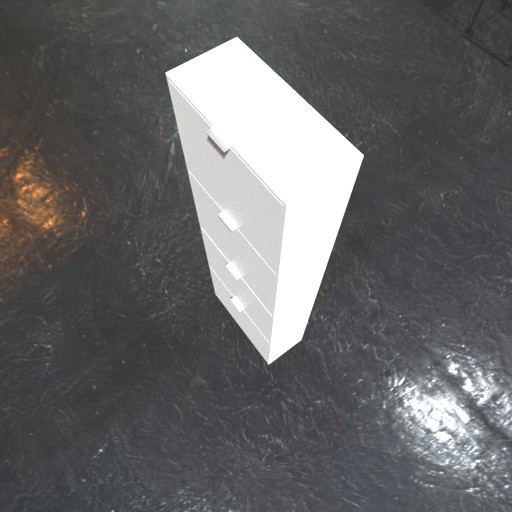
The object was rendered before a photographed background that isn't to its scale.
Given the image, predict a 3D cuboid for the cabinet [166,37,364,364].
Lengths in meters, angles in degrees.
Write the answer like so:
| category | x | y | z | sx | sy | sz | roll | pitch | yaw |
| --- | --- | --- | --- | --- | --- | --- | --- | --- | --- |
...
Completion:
| category | x | y | z | sx | sy | sz | roll | pitch | yaw |
| --- | --- | --- | --- | --- | --- | --- | --- | --- | --- |
| cabinet | 0.000 | 0.000 | 1.849 | 0.255 | 1.630 | 0.520 | -34 | 69 | -15 |
